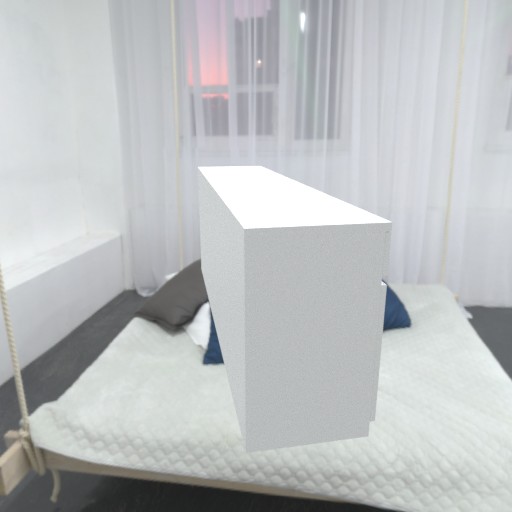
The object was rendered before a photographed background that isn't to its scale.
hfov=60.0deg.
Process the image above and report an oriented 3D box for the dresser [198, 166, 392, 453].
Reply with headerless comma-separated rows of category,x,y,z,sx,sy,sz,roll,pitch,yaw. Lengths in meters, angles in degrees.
dresser,0.000,0.000,2.583,0.500,0.840,2.200,-3,17,-10
